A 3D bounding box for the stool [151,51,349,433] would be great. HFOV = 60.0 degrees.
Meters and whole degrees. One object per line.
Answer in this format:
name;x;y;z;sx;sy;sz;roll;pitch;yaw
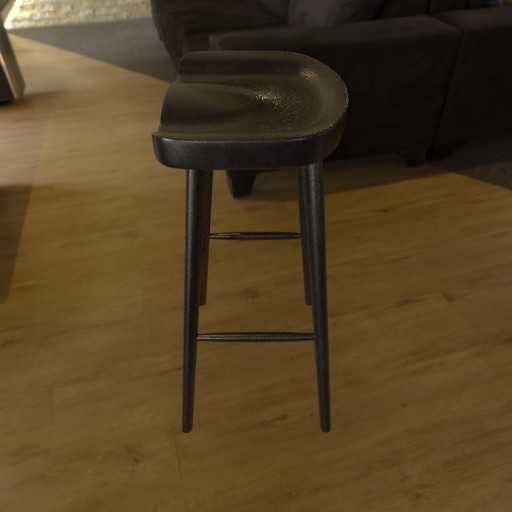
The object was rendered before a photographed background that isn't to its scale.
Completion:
stool;0.000;0.000;0.986;0.361;0.749;0.440;0;41;0
